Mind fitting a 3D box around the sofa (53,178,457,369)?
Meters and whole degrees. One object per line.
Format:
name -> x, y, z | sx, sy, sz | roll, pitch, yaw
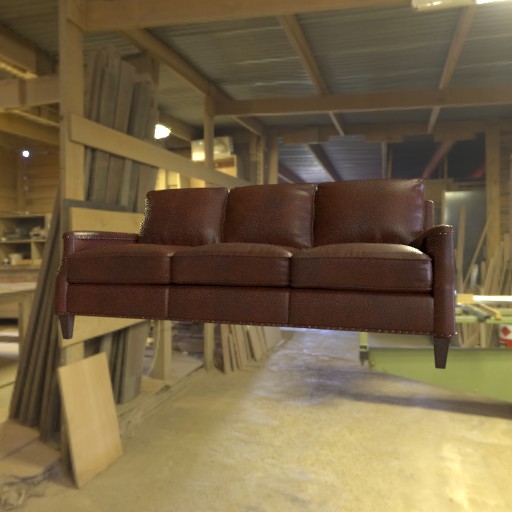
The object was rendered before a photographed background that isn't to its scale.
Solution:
sofa -> 0.000, 0.000, 2.810 | 2.240, 1.003, 1.084 | 0, 1, 18
